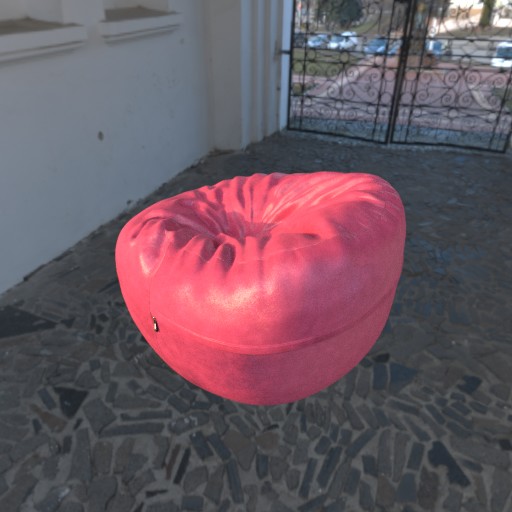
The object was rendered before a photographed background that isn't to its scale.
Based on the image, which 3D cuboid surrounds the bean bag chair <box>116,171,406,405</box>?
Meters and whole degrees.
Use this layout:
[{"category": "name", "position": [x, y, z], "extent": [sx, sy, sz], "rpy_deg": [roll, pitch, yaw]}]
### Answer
[{"category": "bean bag chair", "position": [0.000, 0.000, 2.446], "extent": [1.524, 0.878, 1.524], "rpy_deg": [20, 37, 29]}]
